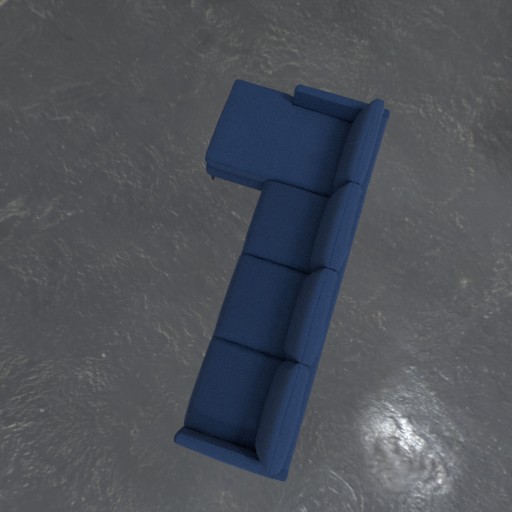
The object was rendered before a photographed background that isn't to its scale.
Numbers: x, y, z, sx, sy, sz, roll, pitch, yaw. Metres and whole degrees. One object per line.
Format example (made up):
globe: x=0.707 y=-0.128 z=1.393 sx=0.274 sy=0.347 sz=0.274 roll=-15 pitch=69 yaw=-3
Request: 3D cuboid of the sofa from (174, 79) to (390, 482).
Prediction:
sofa: x=0.000 y=0.000 z=2.889 sx=1.128 sy=0.679 sz=2.450 roll=17 pitch=76 yaw=4
